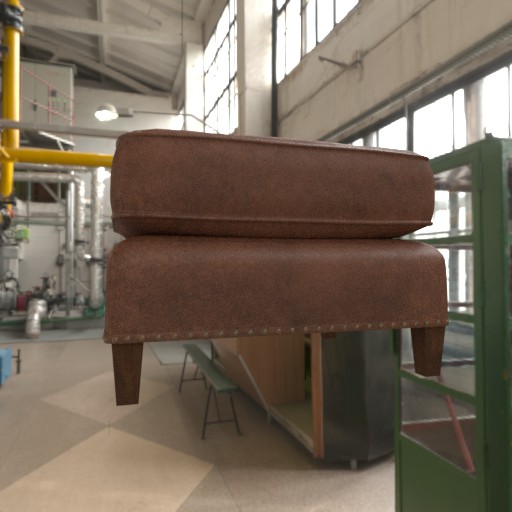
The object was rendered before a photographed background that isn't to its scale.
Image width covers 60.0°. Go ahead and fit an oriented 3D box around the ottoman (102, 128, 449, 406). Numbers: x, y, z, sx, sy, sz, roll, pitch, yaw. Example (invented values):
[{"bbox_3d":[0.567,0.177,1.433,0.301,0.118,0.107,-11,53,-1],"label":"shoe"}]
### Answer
[{"bbox_3d":[0.000,0.000,1.152,0.738,0.537,0.589,0,0,-17],"label":"ottoman"}]
